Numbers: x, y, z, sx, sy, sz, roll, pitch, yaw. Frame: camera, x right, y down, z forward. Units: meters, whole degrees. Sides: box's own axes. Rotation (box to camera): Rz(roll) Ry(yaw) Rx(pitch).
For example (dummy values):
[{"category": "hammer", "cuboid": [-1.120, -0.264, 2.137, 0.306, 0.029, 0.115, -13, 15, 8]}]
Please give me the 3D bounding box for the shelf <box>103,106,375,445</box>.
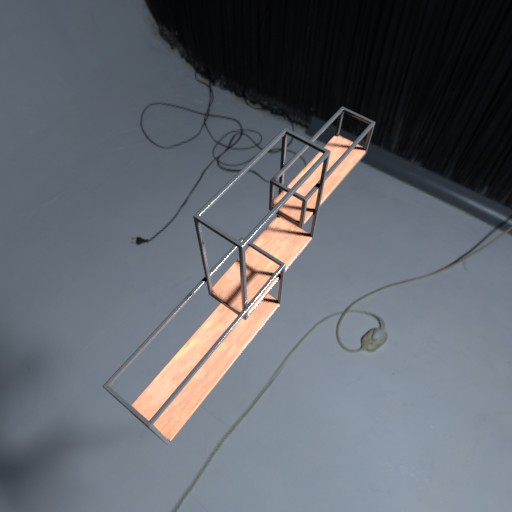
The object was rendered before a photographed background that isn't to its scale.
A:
[{"category": "shelf", "cuboid": [0.000, 0.000, 2.170, 0.275, 0.972, 1.781, 33, 64, 18]}]
